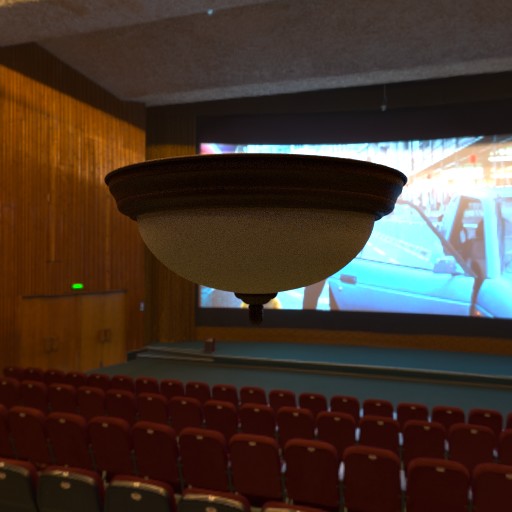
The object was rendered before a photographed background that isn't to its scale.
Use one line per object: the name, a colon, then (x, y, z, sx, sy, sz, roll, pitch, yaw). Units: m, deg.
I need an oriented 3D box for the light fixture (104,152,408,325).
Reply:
light fixture: (0.000, 0.000, 0.431, 0.280, 0.135, 0.280, 0, 0, 0)
